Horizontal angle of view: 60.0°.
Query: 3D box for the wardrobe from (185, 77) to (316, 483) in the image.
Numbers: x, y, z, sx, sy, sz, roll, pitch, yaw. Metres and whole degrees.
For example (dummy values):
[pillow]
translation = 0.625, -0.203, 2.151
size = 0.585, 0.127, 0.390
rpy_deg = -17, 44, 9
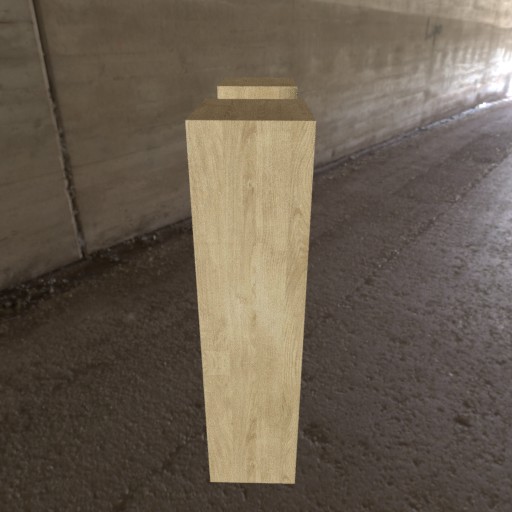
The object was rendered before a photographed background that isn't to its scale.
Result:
[wardrobe]
translation = 0.000, 0.000, 2.865
size = 0.480, 2.000, 1.770
rpy_deg = 1, 27, 1
